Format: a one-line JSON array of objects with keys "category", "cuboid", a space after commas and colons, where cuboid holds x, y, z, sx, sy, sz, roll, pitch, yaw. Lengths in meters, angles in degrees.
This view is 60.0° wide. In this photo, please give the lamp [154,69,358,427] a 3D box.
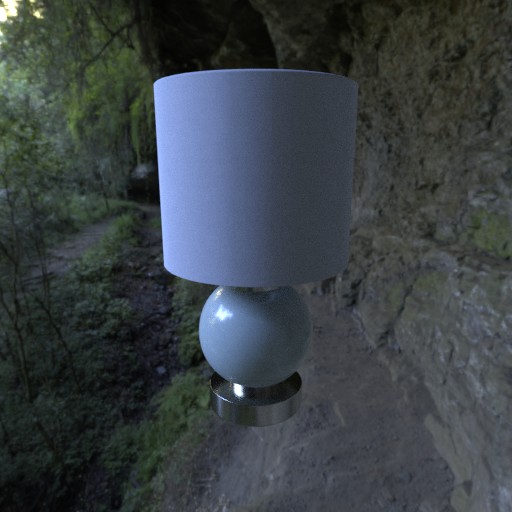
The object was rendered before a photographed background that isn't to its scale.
[{"category": "lamp", "cuboid": [0.000, 0.000, 0.487, 0.201, 0.353, 0.201, 7, 16, 27]}]
